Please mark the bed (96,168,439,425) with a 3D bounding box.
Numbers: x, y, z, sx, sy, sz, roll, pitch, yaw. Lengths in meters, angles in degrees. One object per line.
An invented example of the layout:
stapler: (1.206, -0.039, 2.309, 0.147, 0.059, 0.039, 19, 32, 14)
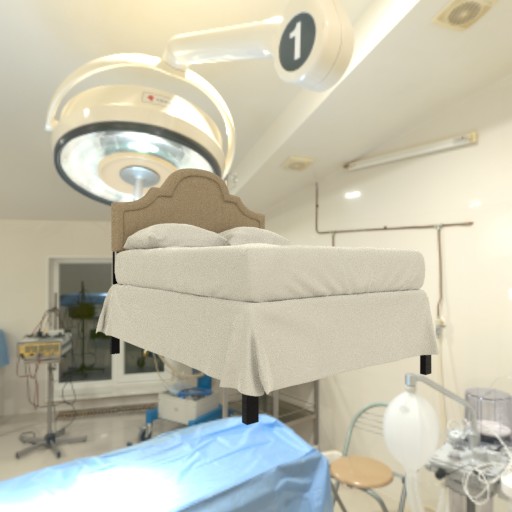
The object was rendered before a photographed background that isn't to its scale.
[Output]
bed: (0.000, 0.000, 3.407, 1.780, 1.634, 2.222, 0, 0, -37)
